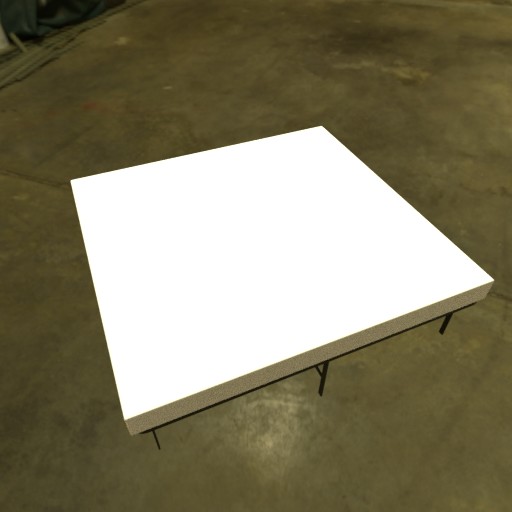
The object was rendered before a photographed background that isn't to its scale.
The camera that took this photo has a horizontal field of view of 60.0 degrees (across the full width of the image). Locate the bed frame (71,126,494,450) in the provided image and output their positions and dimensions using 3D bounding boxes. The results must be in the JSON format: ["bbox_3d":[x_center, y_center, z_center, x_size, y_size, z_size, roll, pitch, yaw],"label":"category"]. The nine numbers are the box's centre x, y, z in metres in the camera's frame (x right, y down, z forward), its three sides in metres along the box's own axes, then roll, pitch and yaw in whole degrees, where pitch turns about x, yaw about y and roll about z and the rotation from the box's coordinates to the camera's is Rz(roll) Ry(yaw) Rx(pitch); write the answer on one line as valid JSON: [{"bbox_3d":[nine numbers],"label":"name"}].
[{"bbox_3d":[0.000,0.000,2.980,2.032,0.559,1.930,-17,46,-17],"label":"bed frame"}]
